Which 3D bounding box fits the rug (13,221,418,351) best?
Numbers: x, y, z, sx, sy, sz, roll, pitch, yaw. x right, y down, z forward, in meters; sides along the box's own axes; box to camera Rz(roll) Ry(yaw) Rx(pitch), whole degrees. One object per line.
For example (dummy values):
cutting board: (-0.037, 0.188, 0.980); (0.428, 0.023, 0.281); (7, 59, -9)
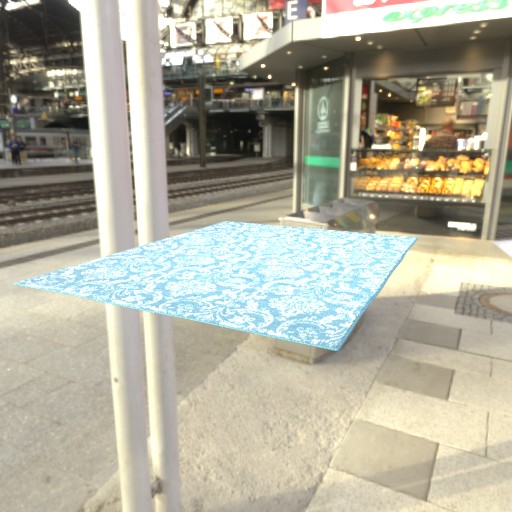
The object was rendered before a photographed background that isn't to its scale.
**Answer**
rug: (0.000, 0.000, 3.914); (2.363, 0.012, 2.980); (7, 16, 26)
